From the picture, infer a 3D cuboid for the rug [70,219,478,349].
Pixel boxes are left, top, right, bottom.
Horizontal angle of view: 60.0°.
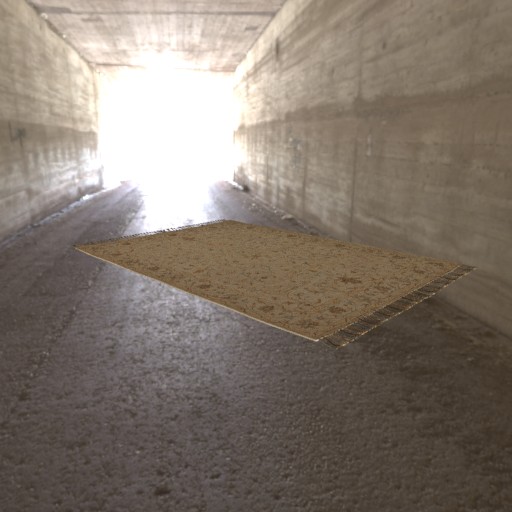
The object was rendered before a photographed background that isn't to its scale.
[{"bbox_3d":[0.000,0.000,2.369,1.861,0.017,1.218,14,21,42],"label":"rug"}]
